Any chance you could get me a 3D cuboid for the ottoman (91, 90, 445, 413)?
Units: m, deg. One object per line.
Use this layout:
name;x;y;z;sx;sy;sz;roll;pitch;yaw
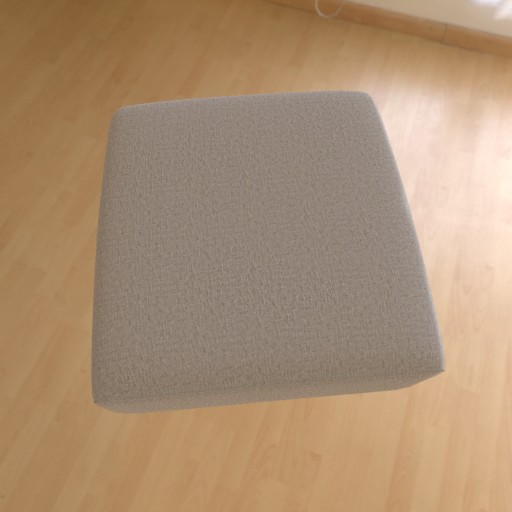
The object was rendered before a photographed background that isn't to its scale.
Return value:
ottoman;0.000;0.000;1.031;0.648;0.399;0.655;-5;64;-2
